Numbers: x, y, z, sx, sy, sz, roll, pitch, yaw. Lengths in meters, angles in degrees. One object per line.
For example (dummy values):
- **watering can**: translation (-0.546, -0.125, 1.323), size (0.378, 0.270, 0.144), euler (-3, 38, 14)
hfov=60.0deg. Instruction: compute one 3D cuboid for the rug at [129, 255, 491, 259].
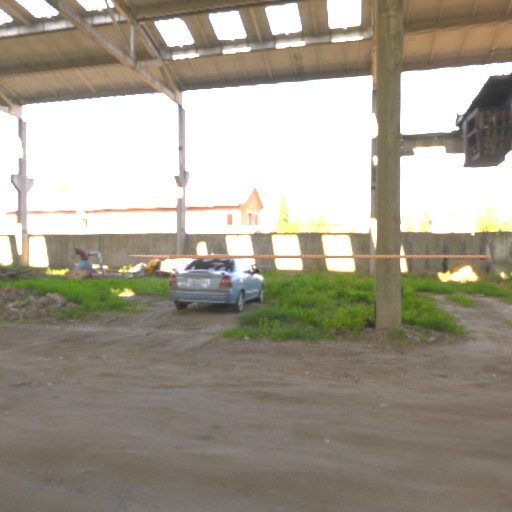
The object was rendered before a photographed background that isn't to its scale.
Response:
- **rug**: translation (0.000, 0.000, 3.016), size (1.523, 0.014, 2.438), euler (0, 0, -19)
